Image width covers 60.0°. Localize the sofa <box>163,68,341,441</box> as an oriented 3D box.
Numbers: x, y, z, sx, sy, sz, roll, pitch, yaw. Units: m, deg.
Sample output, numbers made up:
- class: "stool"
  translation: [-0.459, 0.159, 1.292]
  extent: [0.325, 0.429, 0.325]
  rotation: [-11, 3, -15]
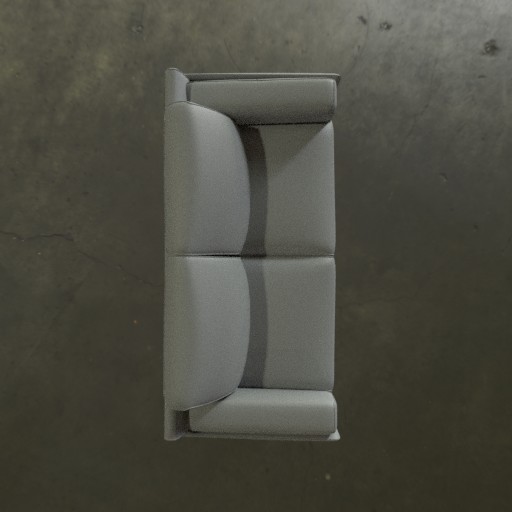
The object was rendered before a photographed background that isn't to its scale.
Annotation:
- class: "sofa"
  translation: [0.000, 0.000, 2.625]
  extent: [0.969, 0.900, 2.100]
  rotation: [0, 90, 1]
